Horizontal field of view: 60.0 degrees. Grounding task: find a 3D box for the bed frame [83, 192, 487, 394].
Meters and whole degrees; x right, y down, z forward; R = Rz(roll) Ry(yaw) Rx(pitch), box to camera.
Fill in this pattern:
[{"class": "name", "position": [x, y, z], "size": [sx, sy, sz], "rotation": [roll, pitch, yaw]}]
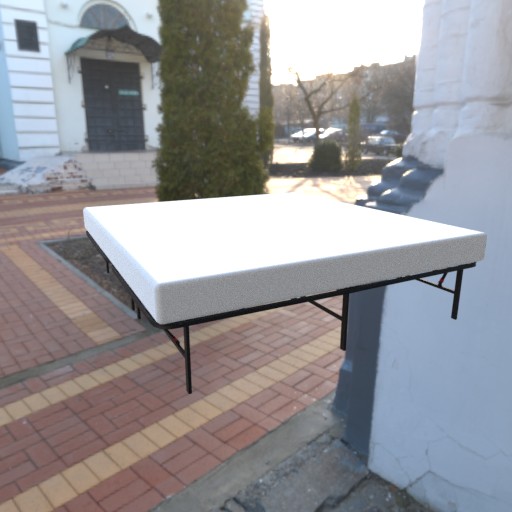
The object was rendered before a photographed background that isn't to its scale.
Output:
[{"class": "bed frame", "position": [0.000, 0.000, 3.024], "size": [1.935, 0.525, 2.033], "rotation": [-8, 18, -27]}]
